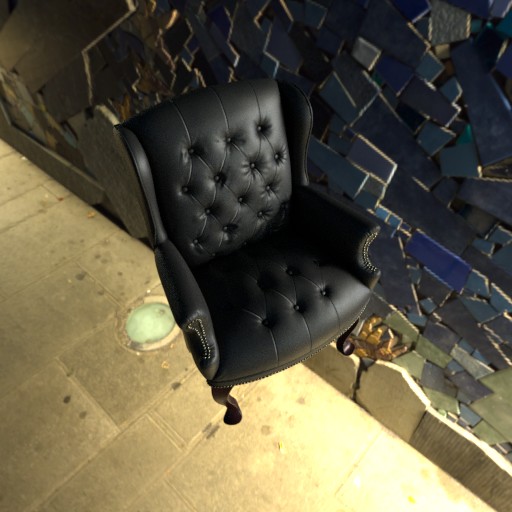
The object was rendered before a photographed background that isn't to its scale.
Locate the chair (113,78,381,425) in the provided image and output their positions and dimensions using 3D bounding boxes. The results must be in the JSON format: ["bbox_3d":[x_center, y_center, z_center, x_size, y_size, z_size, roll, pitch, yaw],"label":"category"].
[{"bbox_3d":[0.000,0.000,1.726,0.838,1.111,0.762,-24,50,-22],"label":"chair"}]
